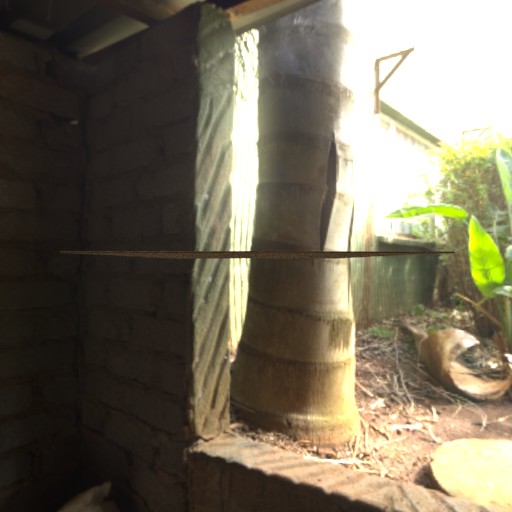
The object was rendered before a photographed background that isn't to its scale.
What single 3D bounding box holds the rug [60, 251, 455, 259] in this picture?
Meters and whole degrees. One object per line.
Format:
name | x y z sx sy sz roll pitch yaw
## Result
rug | 0.000 0.000 2.133 1.146 0.010 1.745 0 -1 0
